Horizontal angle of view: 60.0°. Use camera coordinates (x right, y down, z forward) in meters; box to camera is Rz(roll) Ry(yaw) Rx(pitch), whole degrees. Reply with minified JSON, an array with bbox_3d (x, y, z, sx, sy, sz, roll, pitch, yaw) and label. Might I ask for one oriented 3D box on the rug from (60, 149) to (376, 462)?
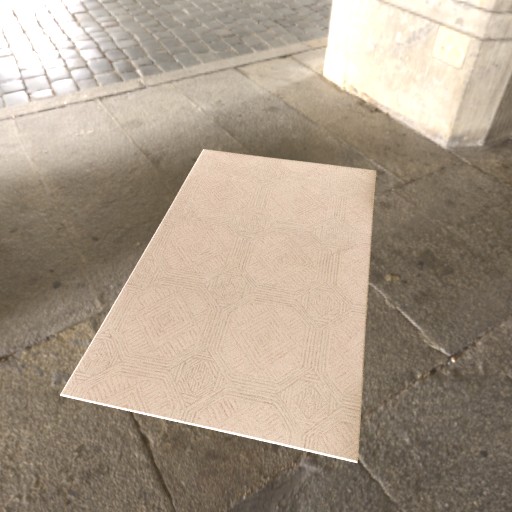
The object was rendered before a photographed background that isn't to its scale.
[{"bbox_3d":[0.000,0.000,3.016,1.524,0.008,2.440,9,46,9],"label":"rug"}]
